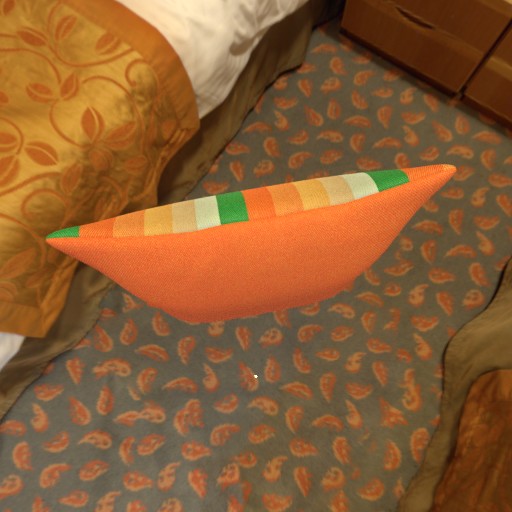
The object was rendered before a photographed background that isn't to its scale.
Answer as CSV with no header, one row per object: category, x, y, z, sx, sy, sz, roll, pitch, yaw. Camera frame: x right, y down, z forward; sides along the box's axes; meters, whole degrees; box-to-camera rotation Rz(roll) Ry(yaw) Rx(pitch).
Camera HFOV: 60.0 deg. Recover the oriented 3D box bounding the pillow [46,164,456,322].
pillow,0.000,0.000,0.691,0.453,0.444,0.169,-10,75,-3
